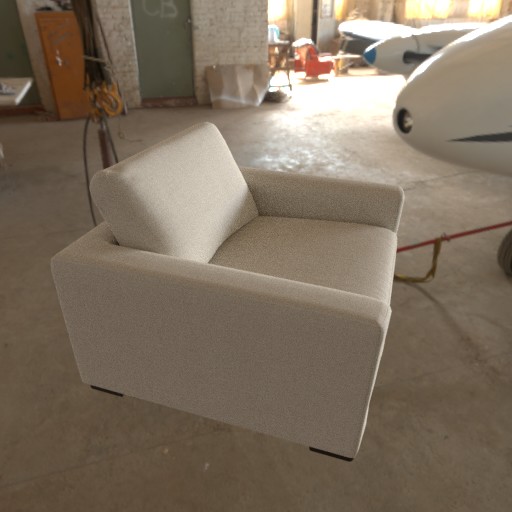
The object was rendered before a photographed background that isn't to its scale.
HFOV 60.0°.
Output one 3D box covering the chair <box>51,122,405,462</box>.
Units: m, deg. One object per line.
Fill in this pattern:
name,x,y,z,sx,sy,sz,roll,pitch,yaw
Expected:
chair,0.000,0.000,1.832,1.100,0.876,1.070,10,31,16
